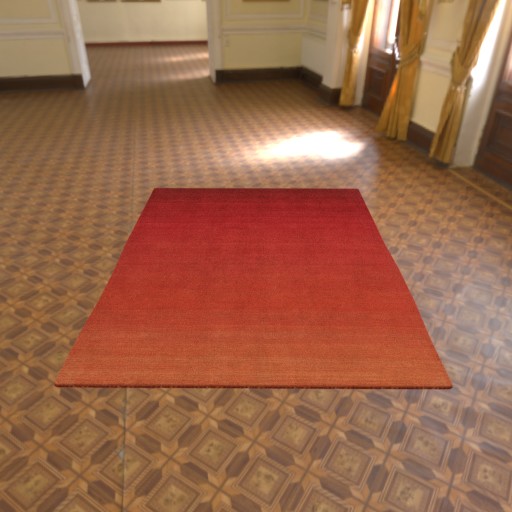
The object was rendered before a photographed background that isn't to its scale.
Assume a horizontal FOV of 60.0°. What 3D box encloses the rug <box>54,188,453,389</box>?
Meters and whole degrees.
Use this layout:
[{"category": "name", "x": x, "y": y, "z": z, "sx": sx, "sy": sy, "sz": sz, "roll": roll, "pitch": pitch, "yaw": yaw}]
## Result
[{"category": "rug", "x": 0.000, "y": 0.000, "z": 3.795, "sx": 2.340, "sy": 0.028, "sz": 2.905, "roll": 0, "pitch": 32, "yaw": 0}]
